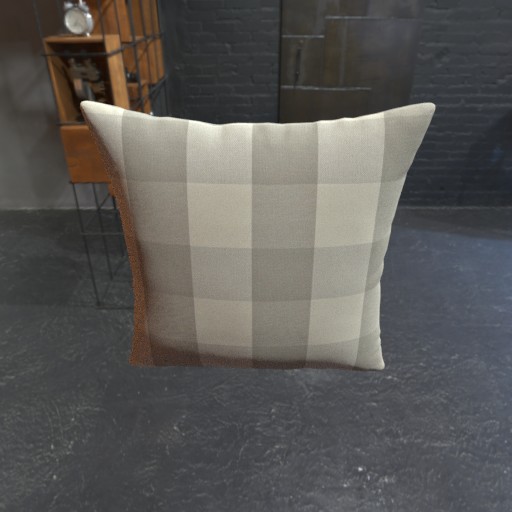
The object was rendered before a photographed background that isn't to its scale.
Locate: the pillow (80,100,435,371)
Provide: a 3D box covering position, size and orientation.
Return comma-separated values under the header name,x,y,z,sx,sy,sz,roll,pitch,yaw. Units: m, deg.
name,x,y,z,sx,sy,sz,roll,pitch,yaw
pillow,0.000,0.000,0.761,0.511,0.509,0.161,1,30,1
